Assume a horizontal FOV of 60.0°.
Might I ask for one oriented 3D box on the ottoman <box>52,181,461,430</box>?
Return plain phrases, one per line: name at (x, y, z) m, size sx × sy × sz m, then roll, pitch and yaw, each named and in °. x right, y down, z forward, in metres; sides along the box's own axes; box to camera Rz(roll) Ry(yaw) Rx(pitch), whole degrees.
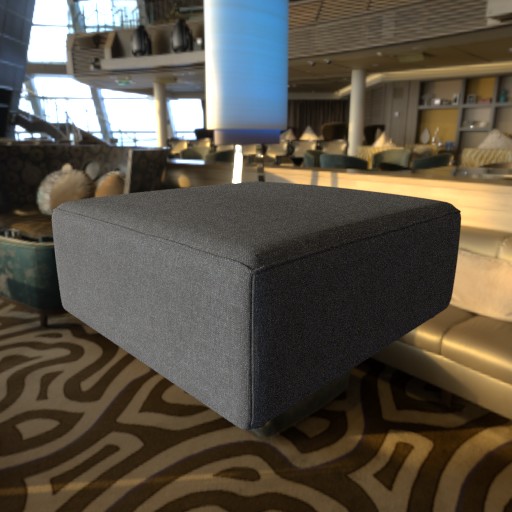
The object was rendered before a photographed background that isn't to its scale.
ottoman at (0.000, 0.000, 1.520) m, size 1.000 × 0.439 × 1.000 m, roll -15°, pitch 21°, yaw -42°
